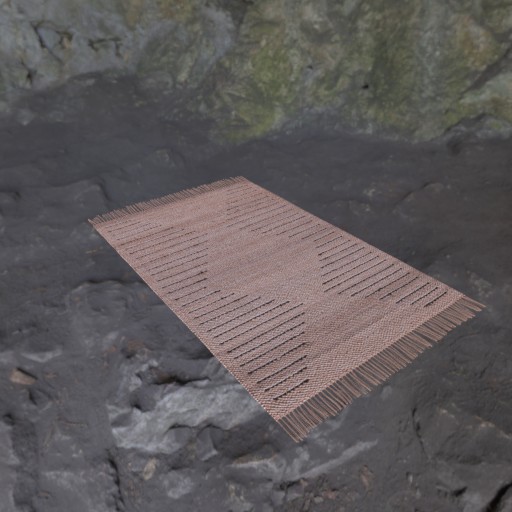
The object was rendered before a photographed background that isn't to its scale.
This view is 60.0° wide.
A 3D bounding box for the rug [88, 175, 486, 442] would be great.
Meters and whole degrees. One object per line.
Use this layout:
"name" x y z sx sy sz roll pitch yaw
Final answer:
"rug" 0.000 0.000 2.522 1.224 0.027 2.085 -22 39 -31
